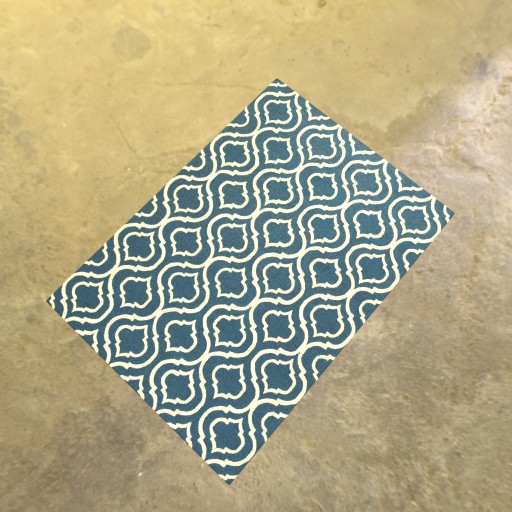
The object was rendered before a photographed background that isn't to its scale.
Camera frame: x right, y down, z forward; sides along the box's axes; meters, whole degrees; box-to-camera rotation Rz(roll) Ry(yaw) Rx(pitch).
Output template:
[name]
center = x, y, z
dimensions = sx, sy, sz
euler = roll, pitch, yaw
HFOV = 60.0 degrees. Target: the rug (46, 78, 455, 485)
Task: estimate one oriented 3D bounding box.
[rug]
center = 0.000, 0.000, 2.771
dimensions = 1.524, 0.010, 2.134
euler = 41, 78, 10
